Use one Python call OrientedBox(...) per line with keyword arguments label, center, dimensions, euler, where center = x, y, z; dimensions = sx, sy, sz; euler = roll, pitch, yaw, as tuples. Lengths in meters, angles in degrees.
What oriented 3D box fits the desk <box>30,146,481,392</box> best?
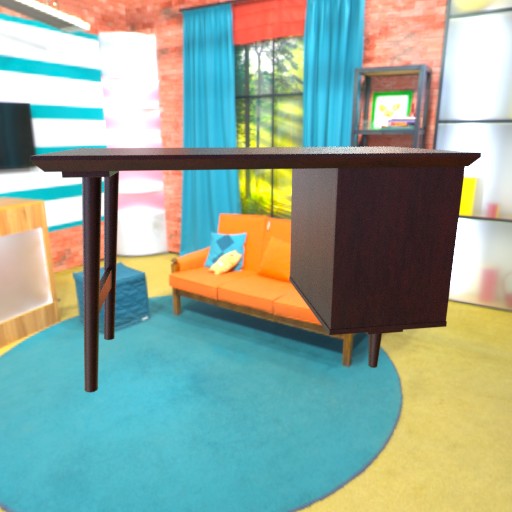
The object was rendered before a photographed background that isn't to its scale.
OrientedBox(label="desk", center=(0.000, 0.000, 1.629), dimensions=(1.277, 0.758, 0.612), euler=(-2, 16, -9))
